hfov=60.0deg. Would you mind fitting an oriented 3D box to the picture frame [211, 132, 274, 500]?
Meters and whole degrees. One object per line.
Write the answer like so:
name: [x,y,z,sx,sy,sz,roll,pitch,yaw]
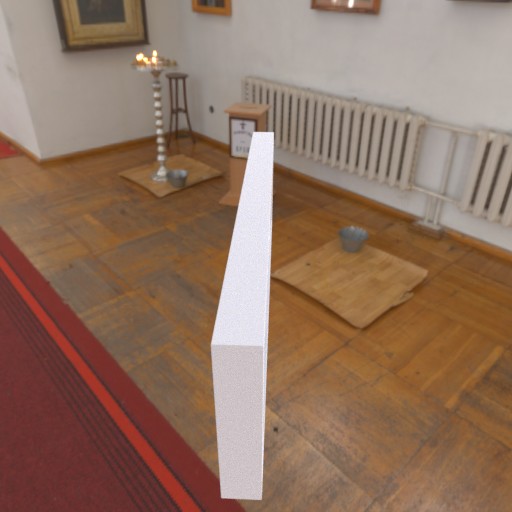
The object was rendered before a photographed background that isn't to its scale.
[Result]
picture frame: [0.000,0.000,0.810,0.050,0.250,0.759,1,31,2]
